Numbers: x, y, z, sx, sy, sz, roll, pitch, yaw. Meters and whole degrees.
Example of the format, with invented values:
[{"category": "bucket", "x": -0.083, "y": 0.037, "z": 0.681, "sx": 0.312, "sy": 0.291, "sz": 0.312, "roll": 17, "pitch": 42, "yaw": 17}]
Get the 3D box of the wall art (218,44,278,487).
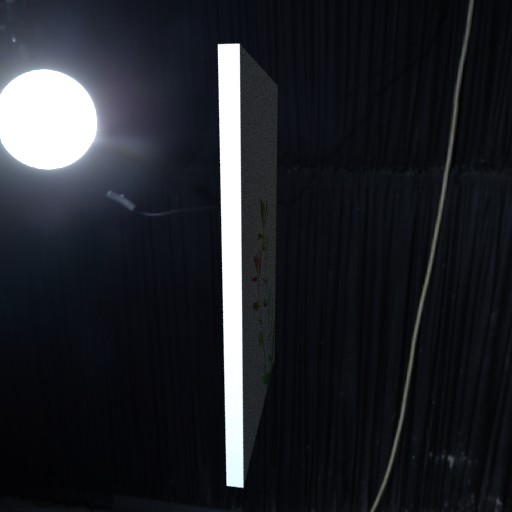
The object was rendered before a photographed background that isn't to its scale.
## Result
[{"category": "wall art", "x": 0.000, "y": 0.000, "z": 1.174, "sx": 0.039, "sy": 0.915, "sz": 0.612, "roll": 2, "pitch": 15, "yaw": 9}]
